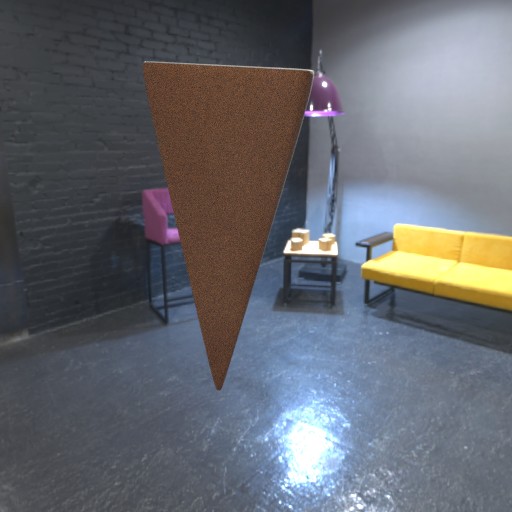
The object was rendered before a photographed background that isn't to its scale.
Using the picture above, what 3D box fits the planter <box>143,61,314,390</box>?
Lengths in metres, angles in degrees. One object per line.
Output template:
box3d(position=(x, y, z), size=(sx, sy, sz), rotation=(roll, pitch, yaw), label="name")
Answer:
box3d(position=(0.000, 0.000, 0.162), size=(0.047, 0.130, 0.058), rotation=(14, 21, 42), label="planter")
